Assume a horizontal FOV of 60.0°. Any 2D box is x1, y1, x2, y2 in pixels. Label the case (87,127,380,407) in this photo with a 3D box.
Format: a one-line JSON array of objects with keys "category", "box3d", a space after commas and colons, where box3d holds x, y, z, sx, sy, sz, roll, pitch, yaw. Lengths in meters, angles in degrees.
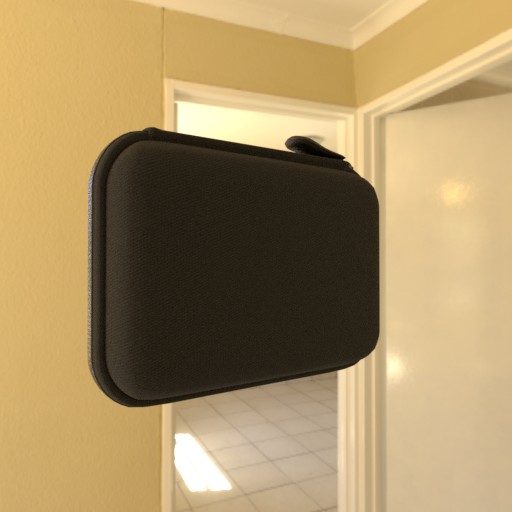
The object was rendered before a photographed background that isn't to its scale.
[{"category": "case", "box3d": [0.000, 0.000, 0.182, 0.132, 0.105, 0.038, 1, -1, -34]}]
